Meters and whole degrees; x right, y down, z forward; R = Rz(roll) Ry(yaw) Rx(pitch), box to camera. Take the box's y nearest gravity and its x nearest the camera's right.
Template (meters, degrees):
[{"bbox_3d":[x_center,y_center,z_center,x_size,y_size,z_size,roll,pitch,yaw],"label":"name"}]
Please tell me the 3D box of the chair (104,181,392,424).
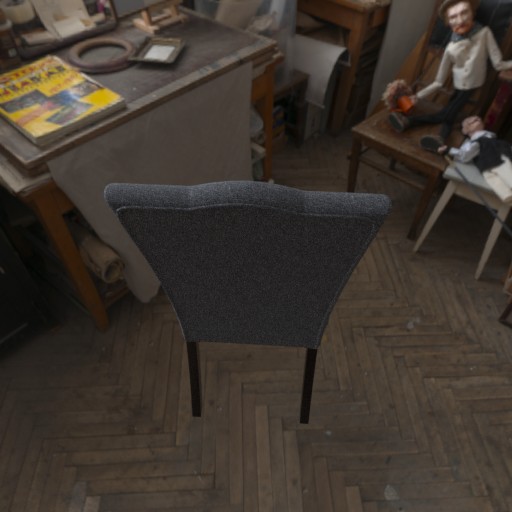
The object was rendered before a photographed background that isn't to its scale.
[{"bbox_3d":[0.000,0.000,1.261,0.518,0.946,0.589,3,49,2],"label":"chair"}]
